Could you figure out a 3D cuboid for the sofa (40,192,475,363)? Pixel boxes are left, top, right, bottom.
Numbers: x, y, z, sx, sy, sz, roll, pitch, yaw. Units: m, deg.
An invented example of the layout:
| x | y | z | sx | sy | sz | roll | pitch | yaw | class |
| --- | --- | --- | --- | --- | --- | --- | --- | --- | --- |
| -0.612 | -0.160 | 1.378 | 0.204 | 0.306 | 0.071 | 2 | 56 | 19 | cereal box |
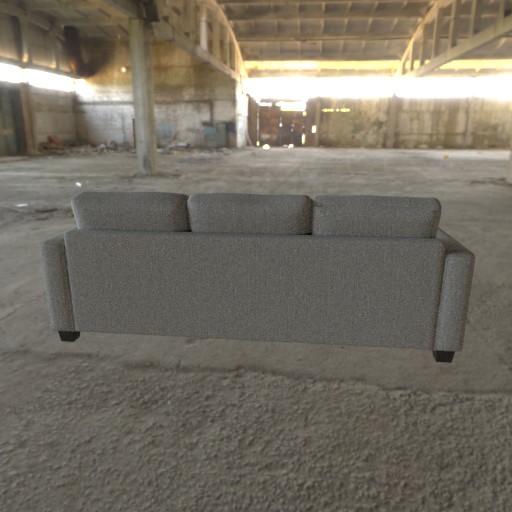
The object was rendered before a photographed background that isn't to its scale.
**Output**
| x | y | z | sx | sy | sz | roll | pitch | yaw | class |
| --- | --- | --- | --- | --- | --- | --- | --- | --- | --- |
| 0.000 | 0.000 | 2.581 | 2.120 | 0.800 | 0.900 | 2 | 16 | 6 | sofa |
